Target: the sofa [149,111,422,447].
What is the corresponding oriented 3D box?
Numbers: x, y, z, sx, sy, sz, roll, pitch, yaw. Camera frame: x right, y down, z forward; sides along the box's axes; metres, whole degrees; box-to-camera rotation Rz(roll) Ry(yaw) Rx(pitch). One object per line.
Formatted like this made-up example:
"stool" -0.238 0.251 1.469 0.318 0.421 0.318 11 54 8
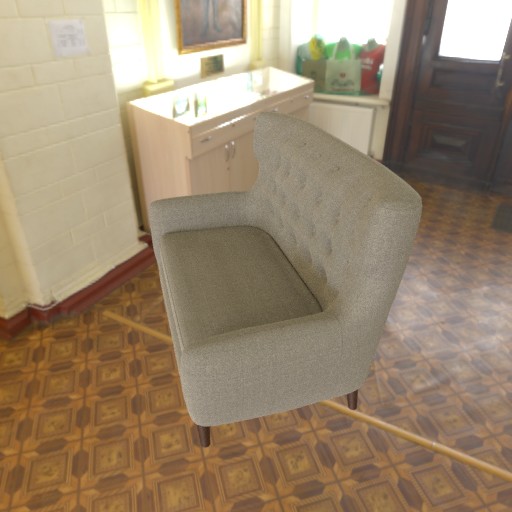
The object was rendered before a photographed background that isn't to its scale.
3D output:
"sofa" 0.000 0.000 2.074 0.884 1.028 1.386 -8 31 -14
